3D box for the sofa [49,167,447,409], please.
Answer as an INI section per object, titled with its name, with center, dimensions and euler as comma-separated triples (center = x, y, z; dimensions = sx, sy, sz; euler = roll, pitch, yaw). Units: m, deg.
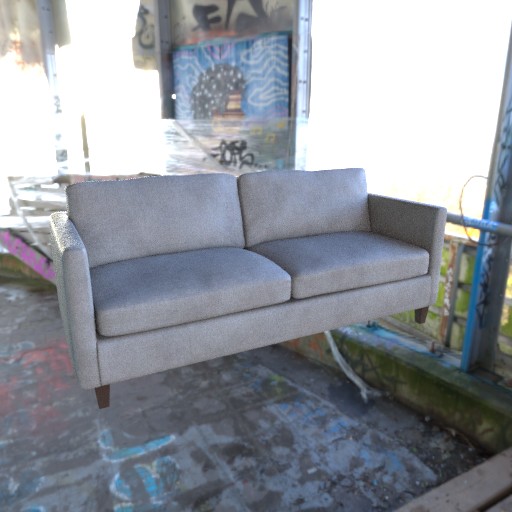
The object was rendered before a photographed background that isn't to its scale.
[sofa]
center = 0.000, 0.000, 2.687
dimensions = 2.208, 0.965, 0.951
euler = -8, 18, -26
